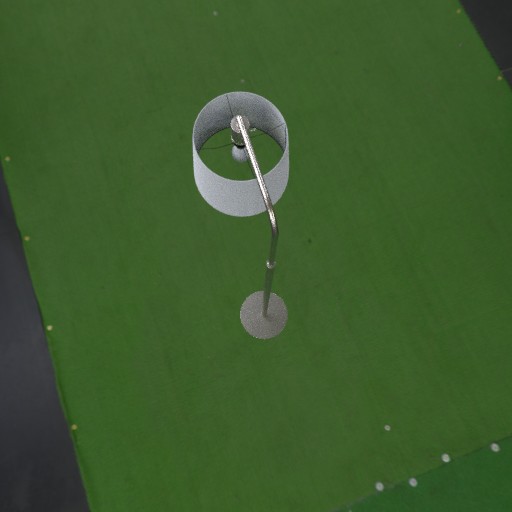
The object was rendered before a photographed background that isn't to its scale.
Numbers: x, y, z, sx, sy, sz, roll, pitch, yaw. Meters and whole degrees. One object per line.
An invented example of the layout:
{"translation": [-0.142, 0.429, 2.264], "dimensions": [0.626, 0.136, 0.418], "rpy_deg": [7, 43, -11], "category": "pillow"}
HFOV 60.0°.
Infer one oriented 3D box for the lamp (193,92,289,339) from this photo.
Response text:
{"translation": [0.000, 0.000, 1.606], "dimensions": [0.254, 1.478, 0.508], "rpy_deg": [-18, 76, -4], "category": "lamp"}
